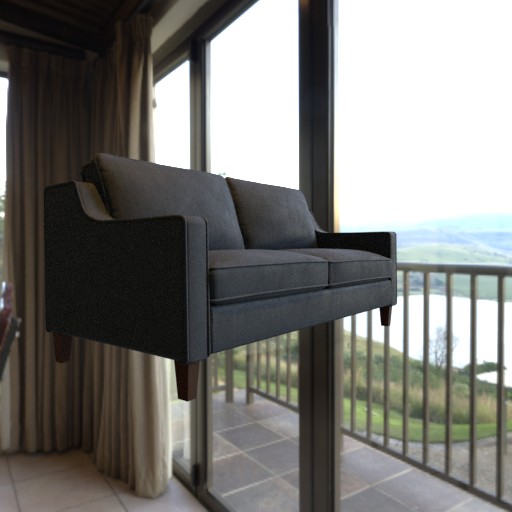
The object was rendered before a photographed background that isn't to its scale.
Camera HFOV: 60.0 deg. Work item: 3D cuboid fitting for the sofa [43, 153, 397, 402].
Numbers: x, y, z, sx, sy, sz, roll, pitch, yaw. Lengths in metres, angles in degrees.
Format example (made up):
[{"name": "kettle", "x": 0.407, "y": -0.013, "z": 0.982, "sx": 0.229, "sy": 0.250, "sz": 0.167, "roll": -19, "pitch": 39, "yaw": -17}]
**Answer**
[{"name": "sofa", "x": 0.000, "y": 0.000, "z": 2.796, "sx": 1.066, "sy": 1.071, "sz": 2.178, "roll": 1, "pitch": 1, "yaw": 38}]
